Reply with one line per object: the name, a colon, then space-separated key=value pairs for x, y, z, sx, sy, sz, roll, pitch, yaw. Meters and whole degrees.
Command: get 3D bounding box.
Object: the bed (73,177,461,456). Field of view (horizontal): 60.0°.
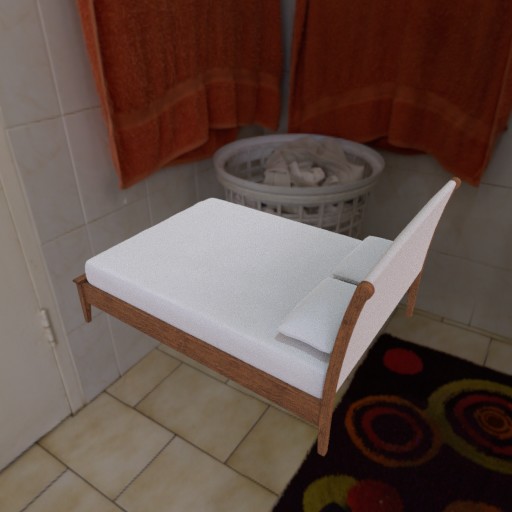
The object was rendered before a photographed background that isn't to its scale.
bed: x=0.000 y=0.000 z=3.038 sx=2.108 sy=1.135 sz=1.502 roll=19 pitch=36 yaw=29
